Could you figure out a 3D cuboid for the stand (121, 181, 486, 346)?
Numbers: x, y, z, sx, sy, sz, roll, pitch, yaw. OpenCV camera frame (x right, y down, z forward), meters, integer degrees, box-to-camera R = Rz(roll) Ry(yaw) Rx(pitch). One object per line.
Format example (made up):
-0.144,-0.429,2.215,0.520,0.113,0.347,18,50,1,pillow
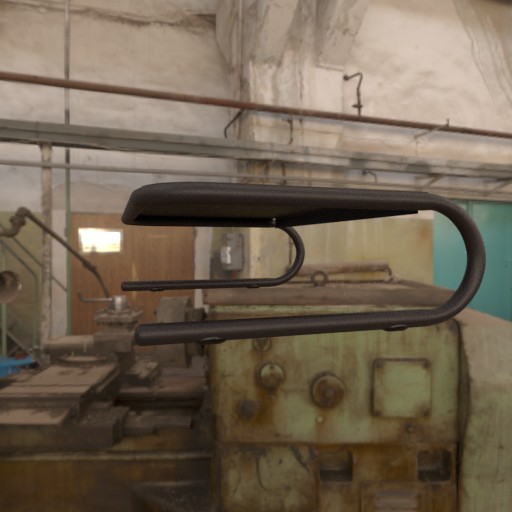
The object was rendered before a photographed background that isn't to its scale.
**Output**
0.000,0.000,0.493,0.280,0.108,0.370,0,1,-18,stand
